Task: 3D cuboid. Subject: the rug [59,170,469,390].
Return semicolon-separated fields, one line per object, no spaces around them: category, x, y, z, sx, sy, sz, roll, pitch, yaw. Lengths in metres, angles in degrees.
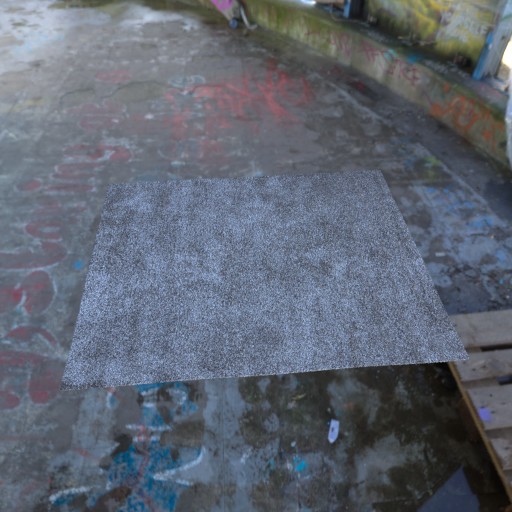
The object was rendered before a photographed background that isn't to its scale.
rug;0.000;0.000;4.056;3.000;0.025;2.401;-3;46;-3
